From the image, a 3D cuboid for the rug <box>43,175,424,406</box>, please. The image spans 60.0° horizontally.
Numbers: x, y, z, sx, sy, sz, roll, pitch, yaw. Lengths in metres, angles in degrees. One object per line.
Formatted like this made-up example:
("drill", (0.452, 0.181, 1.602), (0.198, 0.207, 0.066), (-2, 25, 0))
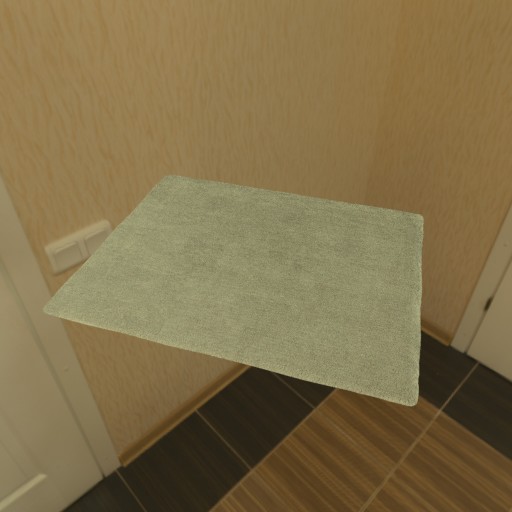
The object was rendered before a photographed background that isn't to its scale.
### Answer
("rug", (0.000, 0.000, 4.060), (2.933, 0.027, 2.332), (11, 41, 13))
